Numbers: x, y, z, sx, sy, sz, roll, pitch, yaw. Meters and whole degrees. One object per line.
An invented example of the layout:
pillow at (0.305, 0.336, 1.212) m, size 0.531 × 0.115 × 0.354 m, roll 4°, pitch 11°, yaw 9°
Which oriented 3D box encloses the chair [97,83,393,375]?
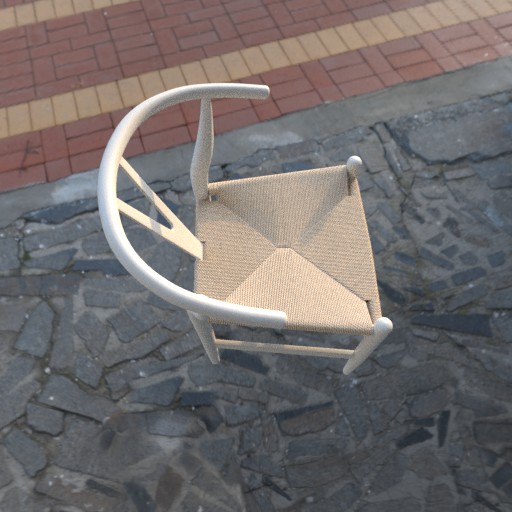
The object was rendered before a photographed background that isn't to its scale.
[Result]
chair at (0.000, 0.000, 1.134) m, size 0.579 × 0.730 × 0.569 m, roll -2°, pitch 63°, yaw -1°
